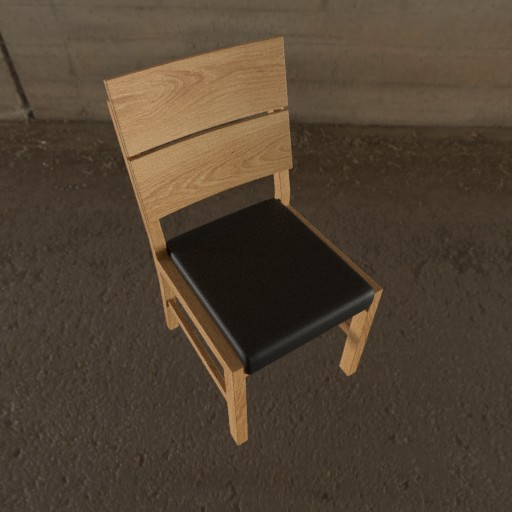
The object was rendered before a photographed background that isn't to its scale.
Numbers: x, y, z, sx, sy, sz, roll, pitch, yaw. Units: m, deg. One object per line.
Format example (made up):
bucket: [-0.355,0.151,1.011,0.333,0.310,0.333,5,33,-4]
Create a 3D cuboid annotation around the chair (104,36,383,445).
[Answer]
chair: [0.000,0.000,1.267,0.475,0.950,0.569,-25,52,-21]
